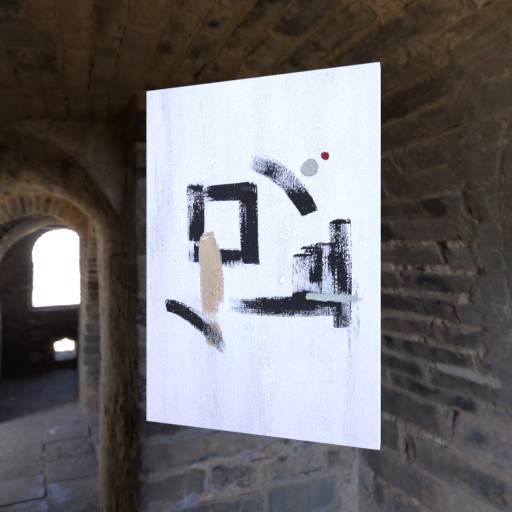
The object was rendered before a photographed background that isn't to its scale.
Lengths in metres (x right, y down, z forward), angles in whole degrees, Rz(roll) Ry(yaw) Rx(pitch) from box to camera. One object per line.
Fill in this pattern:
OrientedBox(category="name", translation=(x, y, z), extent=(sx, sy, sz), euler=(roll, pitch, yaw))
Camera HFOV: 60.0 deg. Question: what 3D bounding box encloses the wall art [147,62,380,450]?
OrientedBox(category="wall art", translation=(0.000, 0.000, 1.157), extent=(0.624, 0.914, 0.043), euler=(0, 0, 17))
